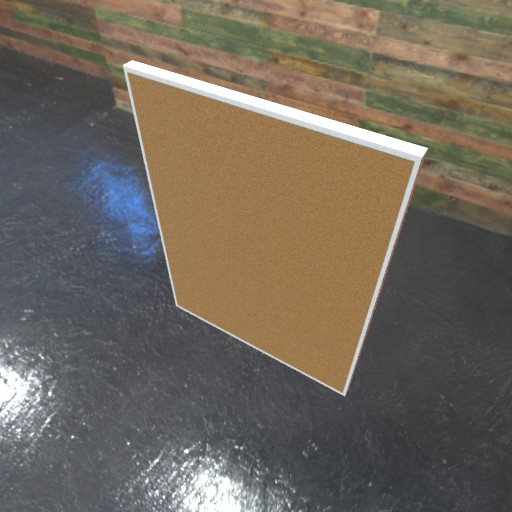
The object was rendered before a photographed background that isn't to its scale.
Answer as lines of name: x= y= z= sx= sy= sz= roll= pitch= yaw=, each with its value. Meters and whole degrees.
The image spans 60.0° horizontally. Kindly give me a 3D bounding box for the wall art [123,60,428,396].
wall art: x=0.000 y=0.000 z=1.412 sx=0.795 sy=1.050 sz=0.039 roll=24 pitch=51 yaw=21
